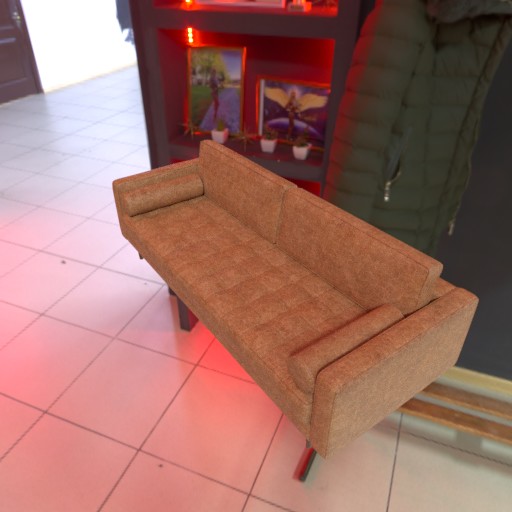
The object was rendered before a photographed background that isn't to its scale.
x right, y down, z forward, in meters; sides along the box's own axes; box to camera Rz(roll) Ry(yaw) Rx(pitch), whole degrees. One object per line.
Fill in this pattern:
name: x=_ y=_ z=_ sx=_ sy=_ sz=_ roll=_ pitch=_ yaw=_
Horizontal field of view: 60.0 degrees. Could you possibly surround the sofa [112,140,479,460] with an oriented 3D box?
sofa: x=0.000 y=0.000 z=2.595 sx=0.919 sy=0.770 sz=2.200 roll=-22 pitch=40 yaw=-29
